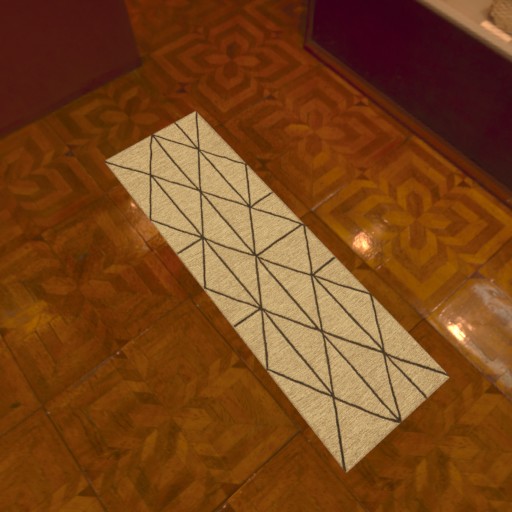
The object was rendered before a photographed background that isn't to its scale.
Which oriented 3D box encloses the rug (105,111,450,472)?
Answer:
[{"bbox_3d":[0.000,0.000,2.723,0.762,0.012,2.438,-35,68,-16],"label":"rug"}]
